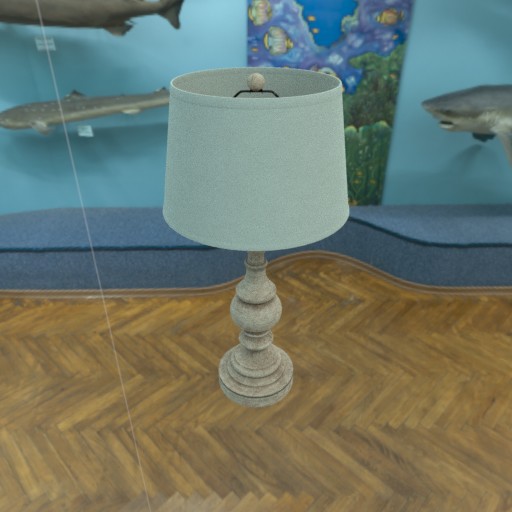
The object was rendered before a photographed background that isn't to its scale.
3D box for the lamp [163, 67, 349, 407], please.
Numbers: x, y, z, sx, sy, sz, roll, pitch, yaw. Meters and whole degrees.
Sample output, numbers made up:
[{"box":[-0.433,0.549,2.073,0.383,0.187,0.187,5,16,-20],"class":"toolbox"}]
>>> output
[{"box":[0.000,0.000,0.879,0.340,0.678,0.340,0,31,0],"class":"lamp"}]
